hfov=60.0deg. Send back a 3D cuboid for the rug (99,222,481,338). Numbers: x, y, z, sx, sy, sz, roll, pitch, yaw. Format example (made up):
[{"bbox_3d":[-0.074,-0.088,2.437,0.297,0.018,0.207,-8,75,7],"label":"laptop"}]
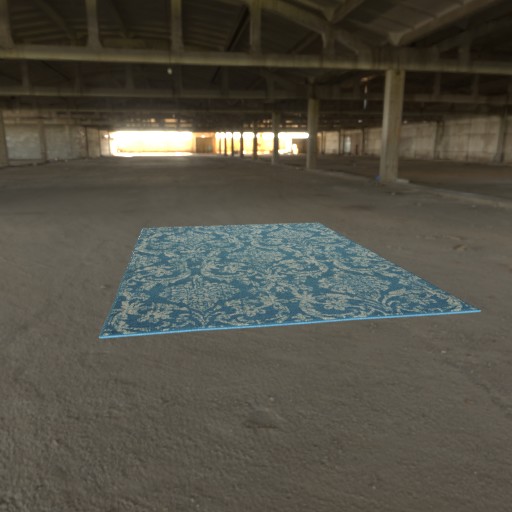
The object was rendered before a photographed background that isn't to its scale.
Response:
[{"bbox_3d":[0.000,0.000,2.801,1.554,0.012,2.205,-2,14,-10],"label":"rug"}]
